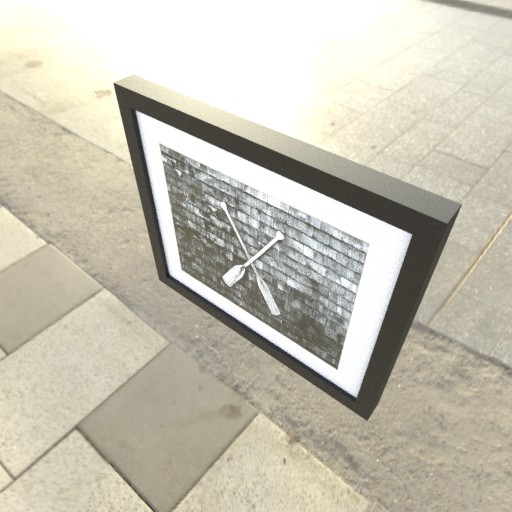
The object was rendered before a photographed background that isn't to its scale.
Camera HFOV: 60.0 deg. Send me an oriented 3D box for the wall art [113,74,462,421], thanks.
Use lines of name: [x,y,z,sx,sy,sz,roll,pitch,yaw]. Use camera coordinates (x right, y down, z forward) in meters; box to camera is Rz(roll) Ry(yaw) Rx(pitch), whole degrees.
wall art: [0.000,0.000,0.533,0.381,0.330,0.029,29,52,26]
